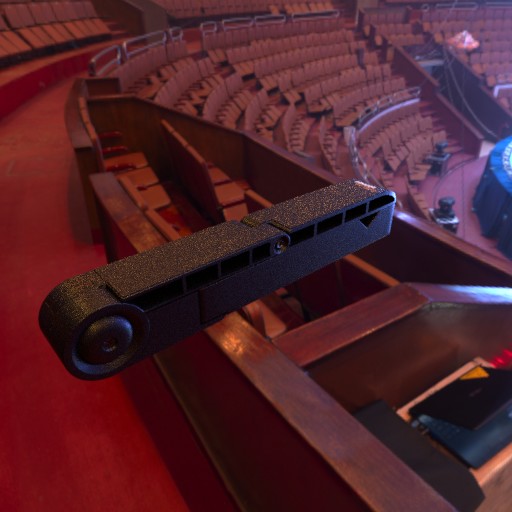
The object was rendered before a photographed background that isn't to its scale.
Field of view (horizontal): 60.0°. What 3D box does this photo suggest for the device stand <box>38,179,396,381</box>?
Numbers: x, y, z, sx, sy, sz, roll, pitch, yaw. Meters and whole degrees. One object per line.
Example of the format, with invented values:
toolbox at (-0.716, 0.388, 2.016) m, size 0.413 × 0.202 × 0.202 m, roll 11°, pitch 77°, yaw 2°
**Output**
device stand at (0.000, 0.000, 0.198) m, size 0.179 × 0.030 × 0.026 m, roll -23°, pitch 37°, yaw -34°
